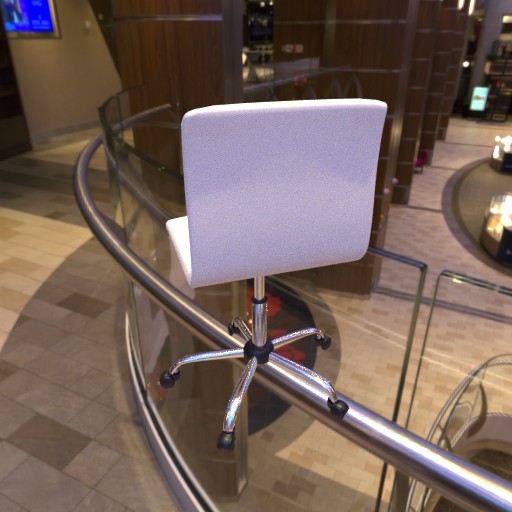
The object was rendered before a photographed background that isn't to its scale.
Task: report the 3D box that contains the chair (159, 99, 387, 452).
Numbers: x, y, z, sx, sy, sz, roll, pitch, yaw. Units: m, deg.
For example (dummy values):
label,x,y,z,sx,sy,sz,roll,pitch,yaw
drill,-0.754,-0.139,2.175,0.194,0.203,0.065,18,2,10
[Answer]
label,x,y,z,sx,sy,sz,roll,pitch,yaw
chair,0.000,0.000,1.068,0.520,0.750,0.455,-9,28,-17
